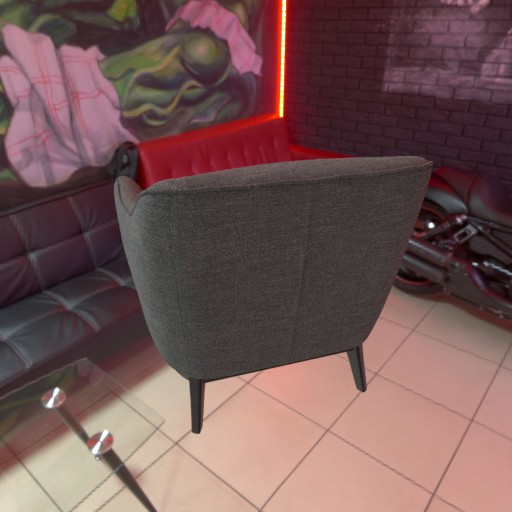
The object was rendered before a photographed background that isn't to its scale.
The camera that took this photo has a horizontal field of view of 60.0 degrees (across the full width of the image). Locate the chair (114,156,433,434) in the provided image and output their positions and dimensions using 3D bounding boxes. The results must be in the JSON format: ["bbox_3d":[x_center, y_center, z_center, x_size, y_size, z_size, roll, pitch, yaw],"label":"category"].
[{"bbox_3d":[0.000,0.000,1.517,0.870,0.829,0.851,-8,29,-16],"label":"chair"}]
